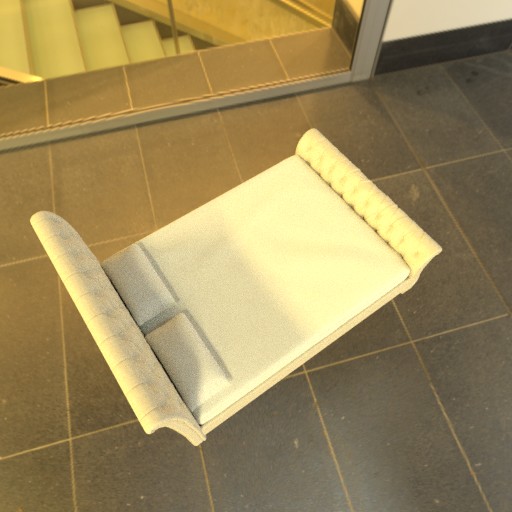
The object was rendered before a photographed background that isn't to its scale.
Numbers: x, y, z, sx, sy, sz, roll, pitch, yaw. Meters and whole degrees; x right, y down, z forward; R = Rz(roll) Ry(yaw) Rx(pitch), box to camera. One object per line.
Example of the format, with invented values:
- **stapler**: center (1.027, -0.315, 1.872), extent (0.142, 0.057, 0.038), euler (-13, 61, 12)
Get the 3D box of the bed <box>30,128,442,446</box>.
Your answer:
- **bed**: center (0.000, 0.000, 3.438), extent (2.493, 1.268, 1.606), euler (-32, 65, -16)
